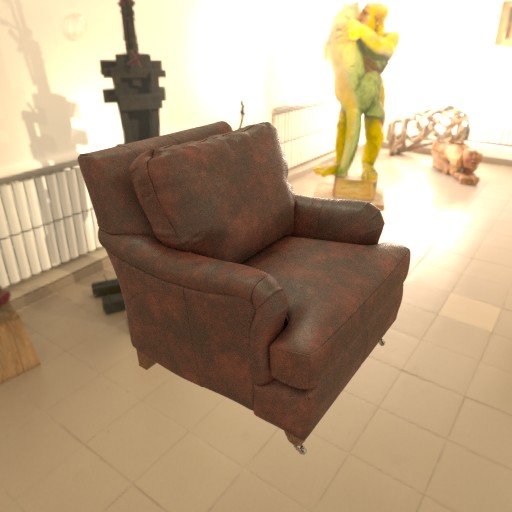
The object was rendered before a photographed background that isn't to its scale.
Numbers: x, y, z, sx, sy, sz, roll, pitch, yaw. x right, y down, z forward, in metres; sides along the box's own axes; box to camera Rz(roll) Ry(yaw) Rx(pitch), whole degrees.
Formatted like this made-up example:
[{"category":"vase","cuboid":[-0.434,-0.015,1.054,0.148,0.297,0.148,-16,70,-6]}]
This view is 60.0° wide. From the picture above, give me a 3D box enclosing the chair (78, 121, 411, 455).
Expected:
[{"category":"chair","cuboid":[0.000,0.000,1.994,1.156,1.051,0.987,18,32,31]}]
